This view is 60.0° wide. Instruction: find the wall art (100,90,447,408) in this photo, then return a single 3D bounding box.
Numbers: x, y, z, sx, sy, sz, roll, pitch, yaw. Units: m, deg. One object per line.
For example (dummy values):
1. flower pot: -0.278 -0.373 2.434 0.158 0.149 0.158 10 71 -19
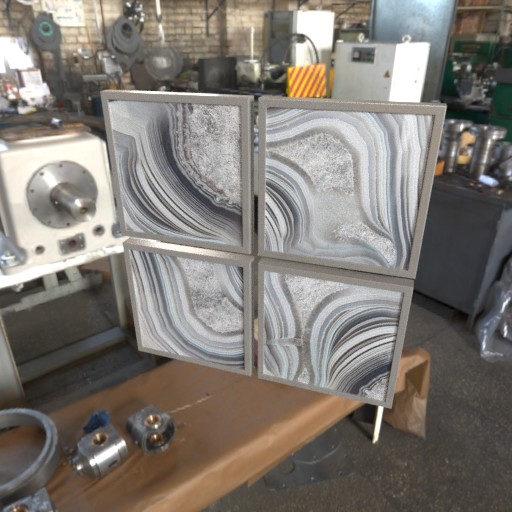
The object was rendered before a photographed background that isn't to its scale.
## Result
1. wall art: 0.000 0.000 0.897 0.611 0.611 0.029 8 28 16
